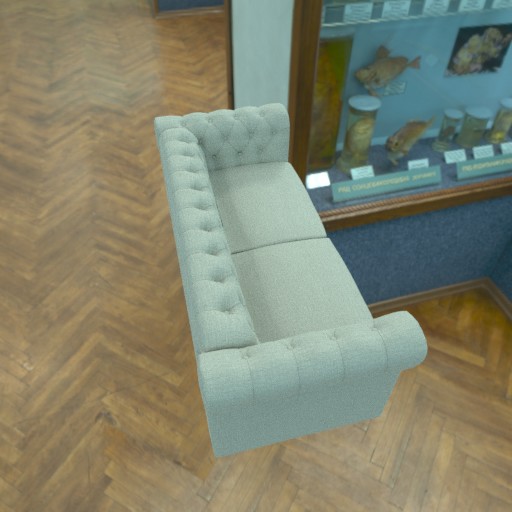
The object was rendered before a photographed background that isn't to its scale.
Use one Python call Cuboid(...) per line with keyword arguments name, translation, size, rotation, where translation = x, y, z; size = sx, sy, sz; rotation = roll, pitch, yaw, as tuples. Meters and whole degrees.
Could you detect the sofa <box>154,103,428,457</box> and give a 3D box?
Cuboid(name="sofa", translation=(0.000, 0.000, 2.263), size=(0.783, 0.797, 1.798), rotation=(-10, 46, -10))
